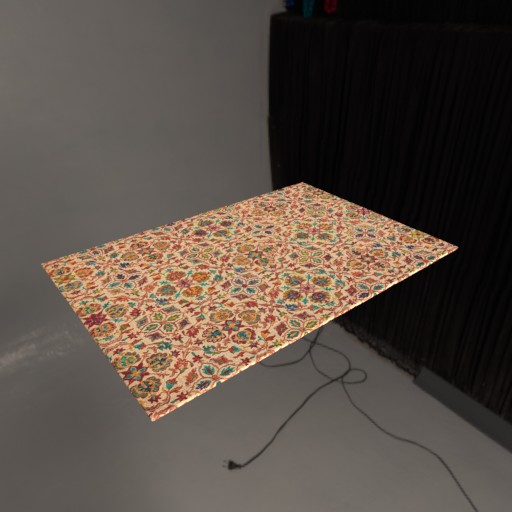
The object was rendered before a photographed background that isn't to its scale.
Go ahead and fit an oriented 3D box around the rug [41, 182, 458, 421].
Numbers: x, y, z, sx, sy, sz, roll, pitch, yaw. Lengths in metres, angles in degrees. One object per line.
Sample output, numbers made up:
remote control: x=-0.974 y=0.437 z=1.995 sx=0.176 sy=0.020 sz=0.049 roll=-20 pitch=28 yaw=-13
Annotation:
rug: x=0.000 y=0.000 z=2.928 sx=2.297 sy=0.018 sz=1.541 roll=-22 pitch=37 yaw=-32
